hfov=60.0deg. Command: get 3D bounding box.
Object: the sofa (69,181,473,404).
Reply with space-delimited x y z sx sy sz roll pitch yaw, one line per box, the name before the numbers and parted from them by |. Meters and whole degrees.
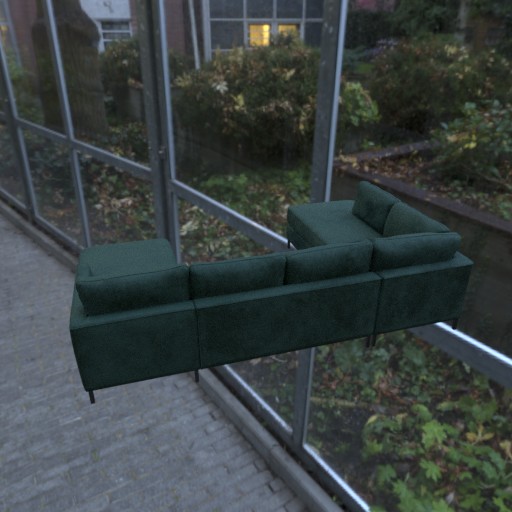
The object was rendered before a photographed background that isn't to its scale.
sofa | 0.000 0.000 3.943 2.994 0.861 1.992 -8 27 -15
